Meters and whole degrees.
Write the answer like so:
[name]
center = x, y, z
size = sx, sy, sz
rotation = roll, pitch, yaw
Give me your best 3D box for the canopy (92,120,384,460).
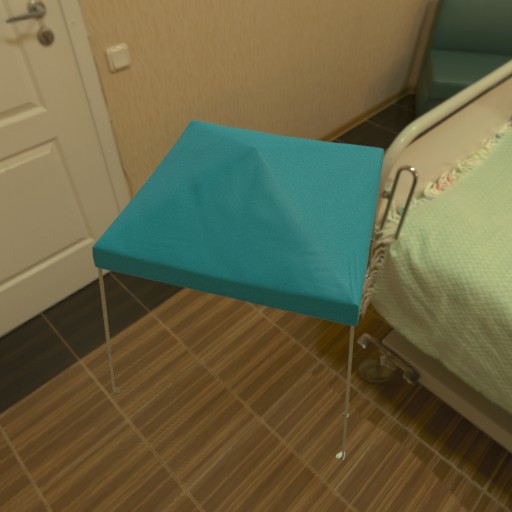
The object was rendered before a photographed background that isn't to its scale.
[canopy]
center = 0.000, 0.000, 6.465
size = 3.599, 3.600, 3.600
rotation = 12, 47, 11
